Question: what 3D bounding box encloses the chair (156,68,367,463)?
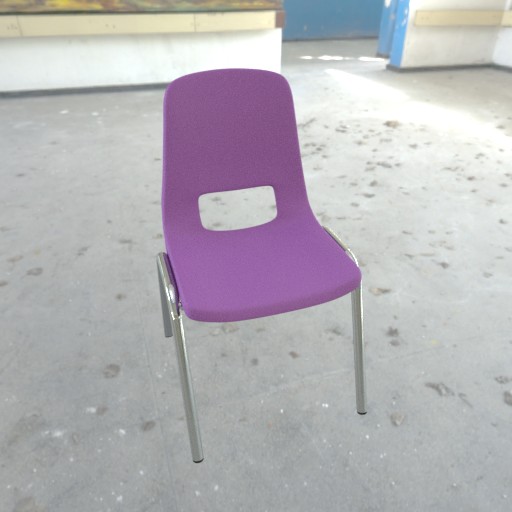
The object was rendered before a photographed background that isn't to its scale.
[{"bbox_3d":[0.000,0.000,0.680,0.291,0.493,0.301,-10,33,-15],"label":"chair"}]
